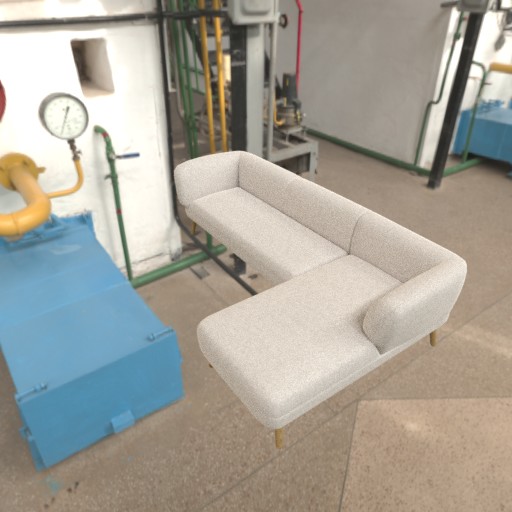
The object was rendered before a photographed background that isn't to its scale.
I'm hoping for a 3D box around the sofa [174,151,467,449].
[{"bbox_3d":[0.000,0.000,3.434,1.610,0.730,2.660,-21,38,-29],"label":"sofa"}]
